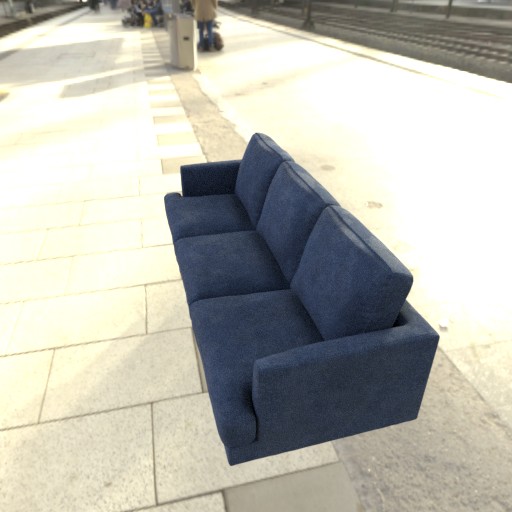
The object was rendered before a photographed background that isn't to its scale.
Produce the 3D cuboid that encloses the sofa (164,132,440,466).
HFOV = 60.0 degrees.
[{"bbox_3d":[0.000,0.000,2.650,0.903,0.930,2.246,-8,32,-13],"label":"sofa"}]
